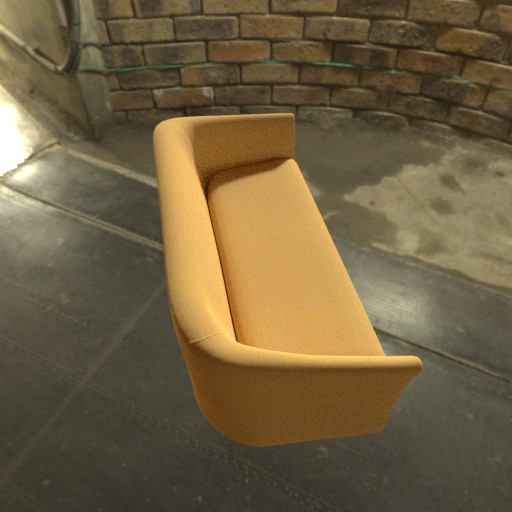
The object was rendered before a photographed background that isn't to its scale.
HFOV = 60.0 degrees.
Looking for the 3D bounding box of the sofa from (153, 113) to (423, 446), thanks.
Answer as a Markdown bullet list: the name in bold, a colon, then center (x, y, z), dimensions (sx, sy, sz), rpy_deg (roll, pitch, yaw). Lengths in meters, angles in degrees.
- **sofa**: center (0.000, 0.000, 1.869), dimensions (0.705, 0.721, 1.452), rpy_deg (-9, 48, -8)
